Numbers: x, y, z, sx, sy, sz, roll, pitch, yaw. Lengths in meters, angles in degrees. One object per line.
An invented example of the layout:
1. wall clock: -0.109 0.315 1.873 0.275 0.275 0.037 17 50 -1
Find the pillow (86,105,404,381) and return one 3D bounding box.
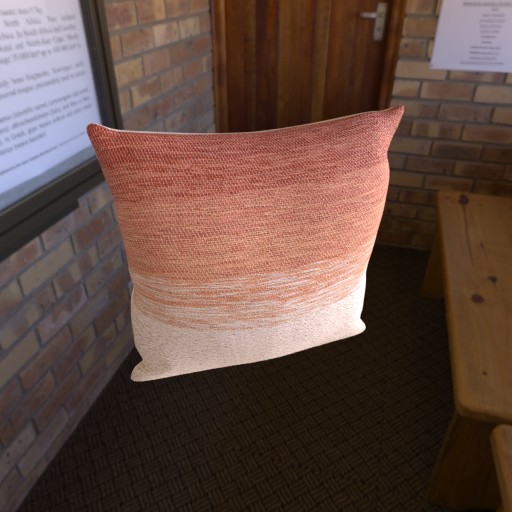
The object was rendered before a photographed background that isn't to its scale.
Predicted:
1. pillow: 0.000 0.000 0.688 0.440 0.441 0.182 -9 33 -13
